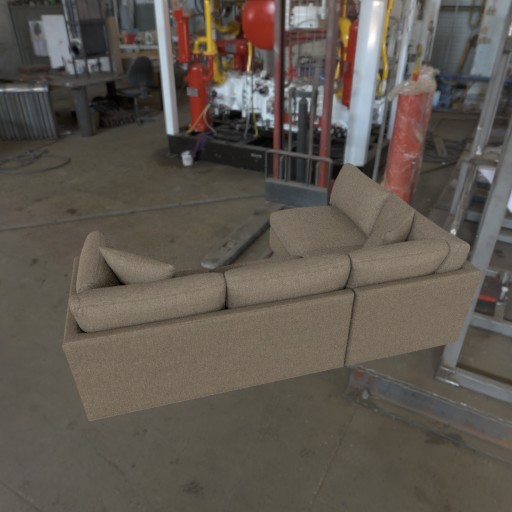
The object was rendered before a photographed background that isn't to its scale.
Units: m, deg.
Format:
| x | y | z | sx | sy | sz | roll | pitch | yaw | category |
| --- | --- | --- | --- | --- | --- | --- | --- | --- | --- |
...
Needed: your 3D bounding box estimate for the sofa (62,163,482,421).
| x | y | z | sx | sy | sz | roll | pitch | yaw | category |
| --- | --- | --- | --- | --- | --- | --- | --- | --- | --- |
| 0.000 | 0.000 | 3.814 | 2.896 | 0.978 | 1.994 | -8 | 32 | -14 | sofa |
